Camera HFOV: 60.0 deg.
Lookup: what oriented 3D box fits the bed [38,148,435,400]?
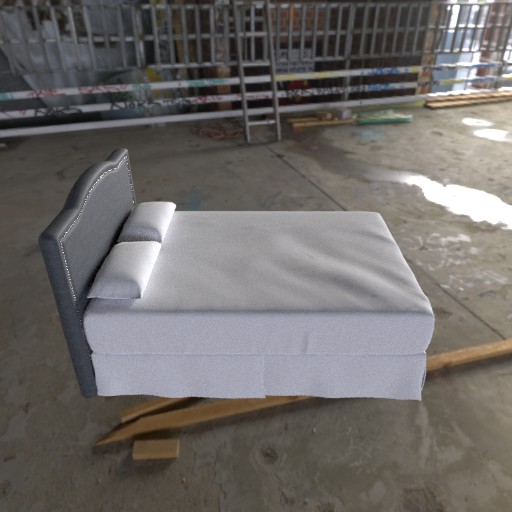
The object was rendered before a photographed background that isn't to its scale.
[{"bbox_3d":[0.000,0.000,3.578,2.507,1.441,1.747,0,31,0],"label":"bed"}]
